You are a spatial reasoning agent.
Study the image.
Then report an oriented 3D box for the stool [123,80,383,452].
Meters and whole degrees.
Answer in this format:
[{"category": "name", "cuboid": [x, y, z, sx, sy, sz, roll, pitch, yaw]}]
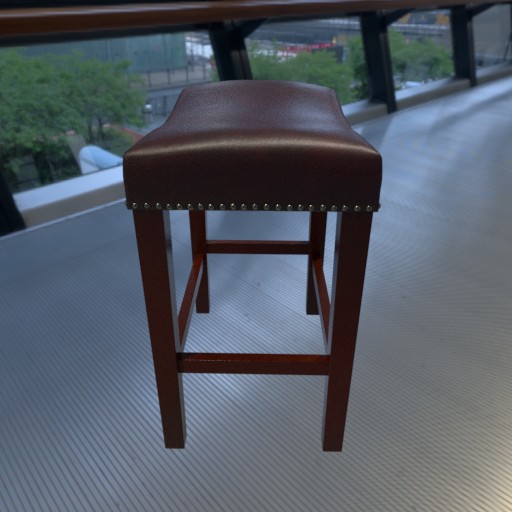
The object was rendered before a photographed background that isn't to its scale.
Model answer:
[{"category": "stool", "cuboid": [0.000, 0.000, 0.965, 0.372, 0.657, 0.504, 1, 30, 1]}]
